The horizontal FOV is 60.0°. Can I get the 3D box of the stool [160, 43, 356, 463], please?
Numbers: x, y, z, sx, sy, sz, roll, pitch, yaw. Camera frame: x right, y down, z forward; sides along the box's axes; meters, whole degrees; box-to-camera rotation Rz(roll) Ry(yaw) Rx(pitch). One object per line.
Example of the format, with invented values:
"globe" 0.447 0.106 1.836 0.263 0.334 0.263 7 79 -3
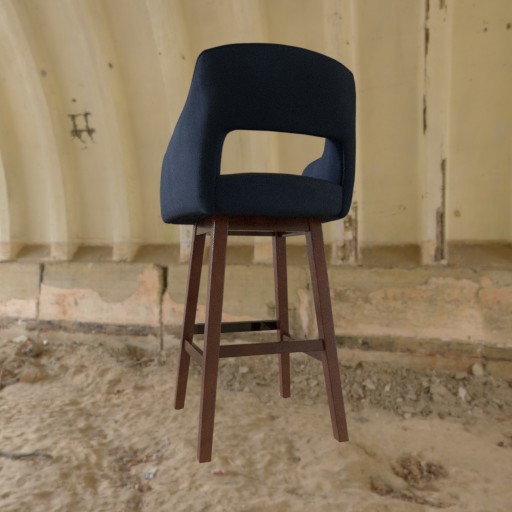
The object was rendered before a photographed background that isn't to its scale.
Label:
"stool" 0.000 0.000 1.349 0.550 1.041 0.560 0 0 -19
